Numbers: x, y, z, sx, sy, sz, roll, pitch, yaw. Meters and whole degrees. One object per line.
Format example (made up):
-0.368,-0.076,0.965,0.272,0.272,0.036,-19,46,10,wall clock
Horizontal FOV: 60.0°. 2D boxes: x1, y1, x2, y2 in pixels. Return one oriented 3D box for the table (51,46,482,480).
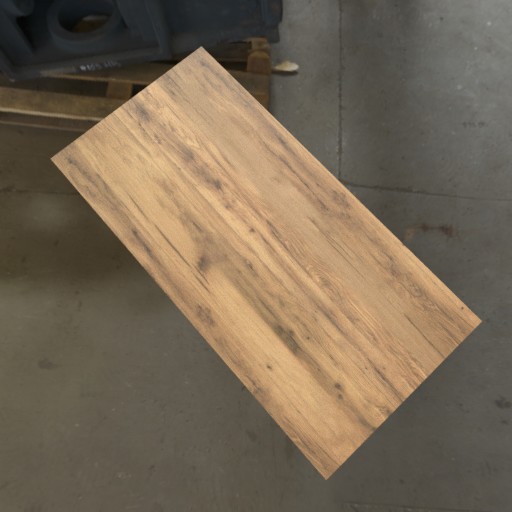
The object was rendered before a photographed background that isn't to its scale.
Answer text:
0.000,0.000,2.514,1.000,0.770,2.000,-41,79,-10,table
